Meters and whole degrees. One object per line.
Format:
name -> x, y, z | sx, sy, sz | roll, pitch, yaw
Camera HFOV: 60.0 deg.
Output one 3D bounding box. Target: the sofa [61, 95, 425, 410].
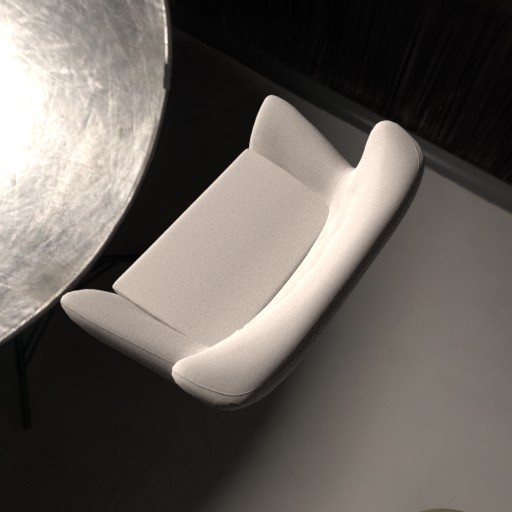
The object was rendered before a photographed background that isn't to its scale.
sofa -> 0.000, 0.000, 2.009 | 0.921, 0.878, 1.424 | 34, 68, 16
